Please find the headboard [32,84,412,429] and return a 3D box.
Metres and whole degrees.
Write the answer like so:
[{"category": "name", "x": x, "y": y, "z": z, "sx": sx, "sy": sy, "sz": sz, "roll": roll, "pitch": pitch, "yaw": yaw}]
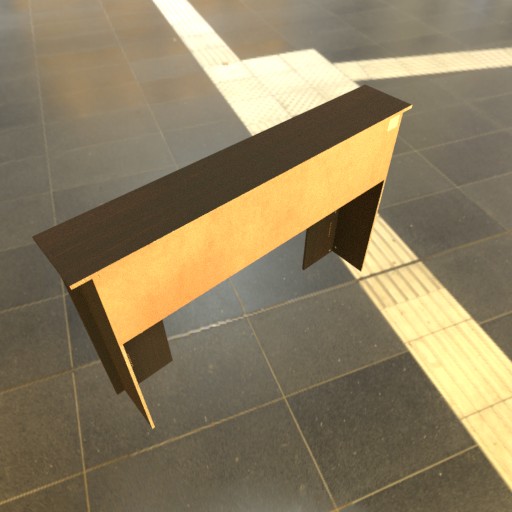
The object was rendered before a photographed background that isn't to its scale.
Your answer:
[{"category": "headboard", "x": 0.000, "y": 0.000, "z": 2.129, "sx": 1.671, "sy": 1.092, "sz": 0.279, "roll": -32, "pitch": 54, "yaw": -27}]
